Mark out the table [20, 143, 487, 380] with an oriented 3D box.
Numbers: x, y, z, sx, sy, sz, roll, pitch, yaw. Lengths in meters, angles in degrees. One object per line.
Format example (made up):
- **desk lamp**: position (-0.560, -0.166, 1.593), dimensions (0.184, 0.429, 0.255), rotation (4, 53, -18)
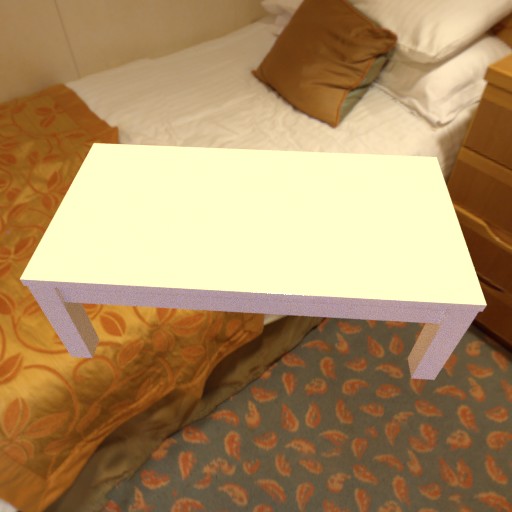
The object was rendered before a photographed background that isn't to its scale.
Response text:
- **table**: position (0.000, 0.000, 1.685), dimensions (1.350, 0.470, 0.700), rotation (3, 48, 3)
